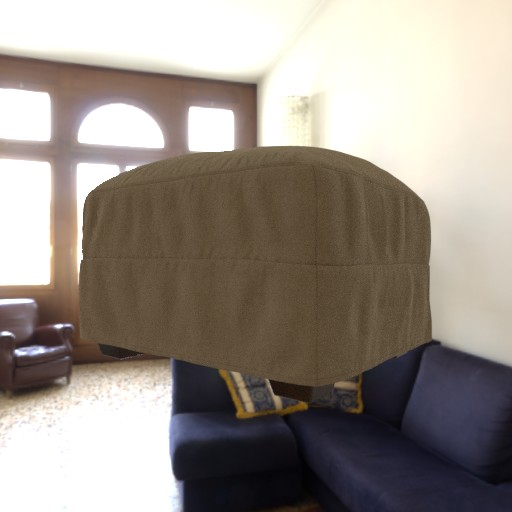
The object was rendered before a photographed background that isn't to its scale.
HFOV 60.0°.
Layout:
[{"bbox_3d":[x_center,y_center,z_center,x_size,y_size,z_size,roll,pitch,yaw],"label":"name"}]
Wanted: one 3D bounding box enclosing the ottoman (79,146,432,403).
[{"bbox_3d":[0.000,0.000,1.081,0.712,0.480,0.584,0,0,37],"label":"ottoman"}]
